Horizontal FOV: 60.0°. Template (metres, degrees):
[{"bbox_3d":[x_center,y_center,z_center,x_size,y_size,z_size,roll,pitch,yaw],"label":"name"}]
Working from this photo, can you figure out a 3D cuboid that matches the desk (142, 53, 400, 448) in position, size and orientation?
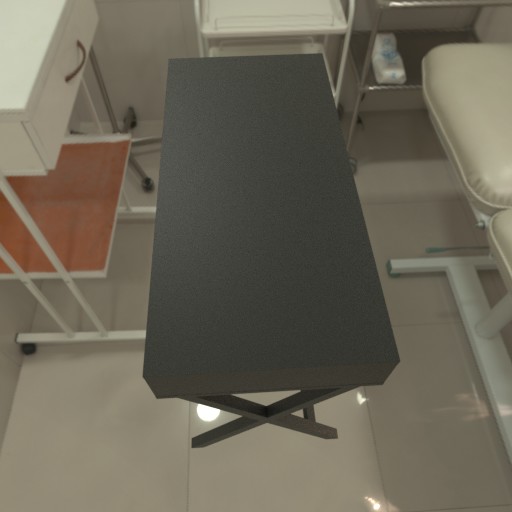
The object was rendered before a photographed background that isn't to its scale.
[{"bbox_3d":[0.000,0.000,1.481,0.504,0.780,1.057,-3,56,-2],"label":"desk"}]
